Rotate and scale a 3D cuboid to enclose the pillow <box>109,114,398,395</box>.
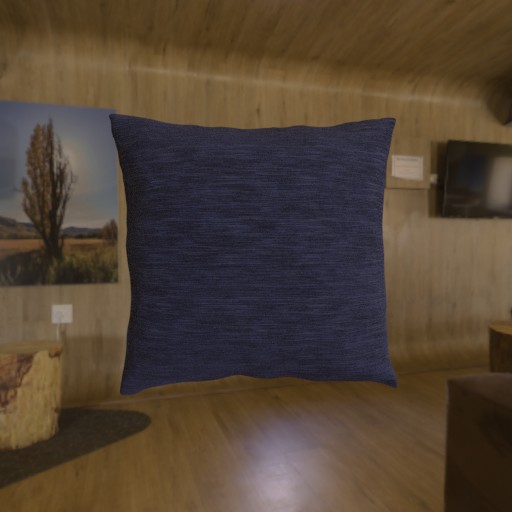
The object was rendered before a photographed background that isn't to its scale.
[{"bbox_3d":[0.000,0.000,0.691,0.452,0.439,0.204,0,2,-1],"label":"pillow"}]
